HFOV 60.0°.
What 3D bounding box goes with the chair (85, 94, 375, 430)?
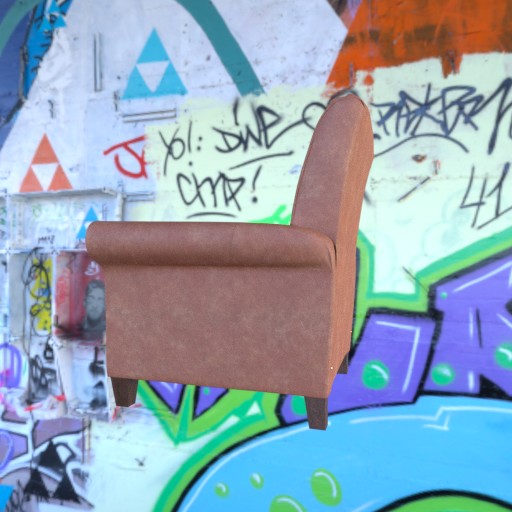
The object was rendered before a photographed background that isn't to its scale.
[{"bbox_3d":[0.000,0.000,1.783,0.902,1.061,0.978,0,0,17],"label":"chair"}]
